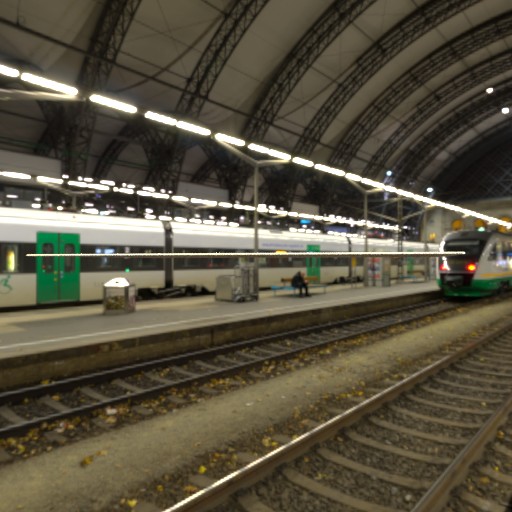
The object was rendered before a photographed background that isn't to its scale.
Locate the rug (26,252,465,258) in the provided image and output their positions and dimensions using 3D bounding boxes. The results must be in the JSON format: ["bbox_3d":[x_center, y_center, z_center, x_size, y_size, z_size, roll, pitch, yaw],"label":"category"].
[{"bbox_3d":[0.000,0.000,1.083,0.868,0.004,0.556,0,-1,18],"label":"rug"}]
